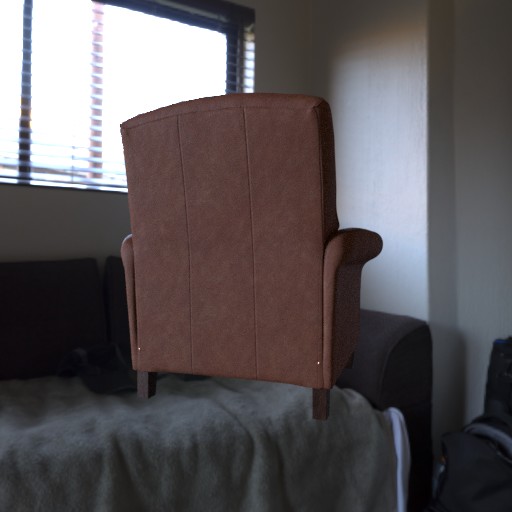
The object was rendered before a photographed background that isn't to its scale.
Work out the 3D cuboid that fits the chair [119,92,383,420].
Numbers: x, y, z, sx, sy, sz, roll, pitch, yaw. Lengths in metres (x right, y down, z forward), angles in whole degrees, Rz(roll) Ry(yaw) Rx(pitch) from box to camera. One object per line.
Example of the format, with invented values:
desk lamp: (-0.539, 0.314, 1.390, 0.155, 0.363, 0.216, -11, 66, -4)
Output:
chair: (0.000, 0.000, 1.856, 0.978, 1.061, 0.902, 0, 0, 19)
